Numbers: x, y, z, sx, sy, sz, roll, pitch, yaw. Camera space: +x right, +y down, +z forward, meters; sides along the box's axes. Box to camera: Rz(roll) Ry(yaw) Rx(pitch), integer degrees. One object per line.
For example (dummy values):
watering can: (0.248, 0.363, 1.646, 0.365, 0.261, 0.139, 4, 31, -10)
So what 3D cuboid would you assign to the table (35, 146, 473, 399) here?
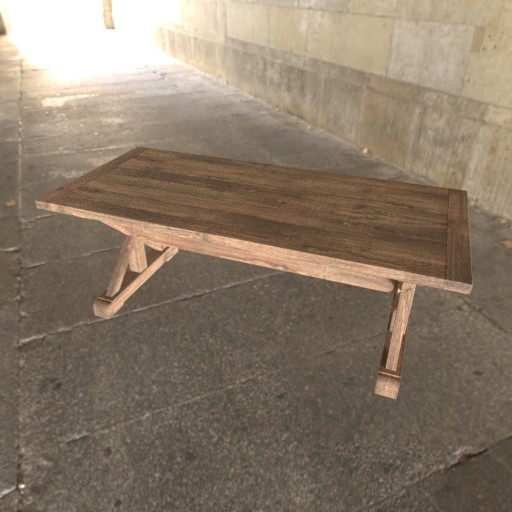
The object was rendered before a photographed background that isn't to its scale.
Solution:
table: (0.000, 0.000, 2.469, 2.031, 0.733, 0.907, 11, 34, 18)
